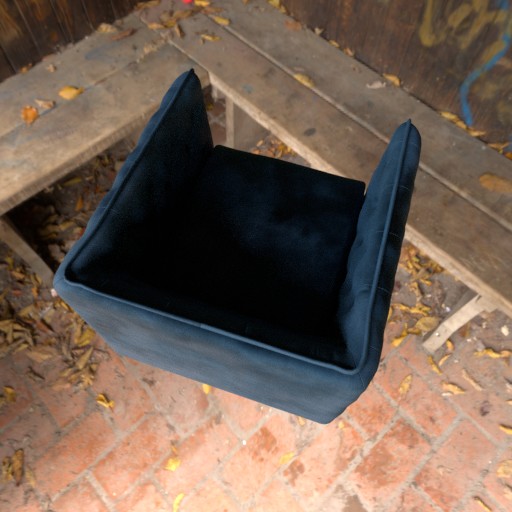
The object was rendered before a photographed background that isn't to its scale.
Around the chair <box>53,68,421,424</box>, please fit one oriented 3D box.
[{"bbox_3d":[0.000,0.000,1.568,0.868,0.771,0.877,16,63,8],"label":"chair"}]
